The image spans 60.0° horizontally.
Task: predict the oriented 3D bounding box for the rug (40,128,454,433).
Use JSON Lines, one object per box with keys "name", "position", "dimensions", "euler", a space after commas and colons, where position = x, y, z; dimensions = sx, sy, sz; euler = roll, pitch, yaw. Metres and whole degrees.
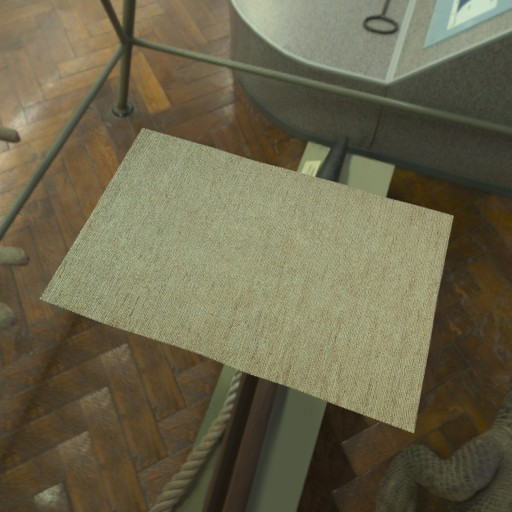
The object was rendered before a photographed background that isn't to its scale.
{"name": "rug", "position": [0.000, 0.000, 3.007], "dimensions": [2.439, 0.011, 1.533], "euler": [18, 65, 8]}
